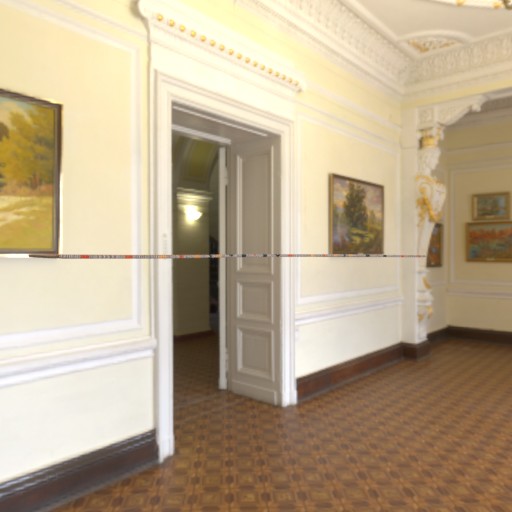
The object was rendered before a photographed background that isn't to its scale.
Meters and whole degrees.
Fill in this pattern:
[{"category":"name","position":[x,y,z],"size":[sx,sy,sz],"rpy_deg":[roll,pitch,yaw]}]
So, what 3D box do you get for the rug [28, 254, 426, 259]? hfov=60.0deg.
[{"category":"rug","position":[0.000,0.000,2.720],"size":[2.419,0.022,0.744],"rpy_deg":[0,0,-36]}]
